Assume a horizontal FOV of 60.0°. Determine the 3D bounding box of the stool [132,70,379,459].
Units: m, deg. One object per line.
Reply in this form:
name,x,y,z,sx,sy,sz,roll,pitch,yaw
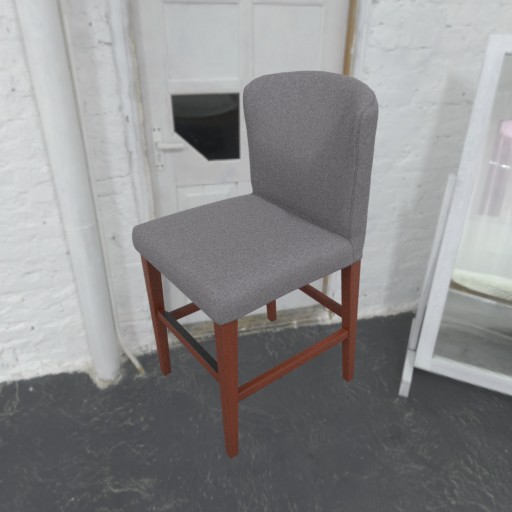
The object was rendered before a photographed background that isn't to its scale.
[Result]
stool,0.000,0.000,1.311,0.568,0.968,0.481,-21,36,-32
